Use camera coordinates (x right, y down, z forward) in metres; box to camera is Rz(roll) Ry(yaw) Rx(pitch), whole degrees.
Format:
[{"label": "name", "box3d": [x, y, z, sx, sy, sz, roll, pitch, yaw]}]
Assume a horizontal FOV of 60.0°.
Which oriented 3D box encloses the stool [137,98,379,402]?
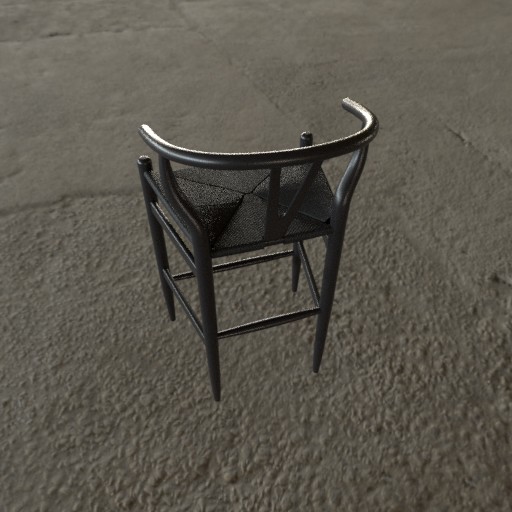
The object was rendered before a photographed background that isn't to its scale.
[{"label": "stool", "box3d": [0.000, 0.000, 1.338, 0.569, 0.970, 0.579, -12, 42, -14]}]
